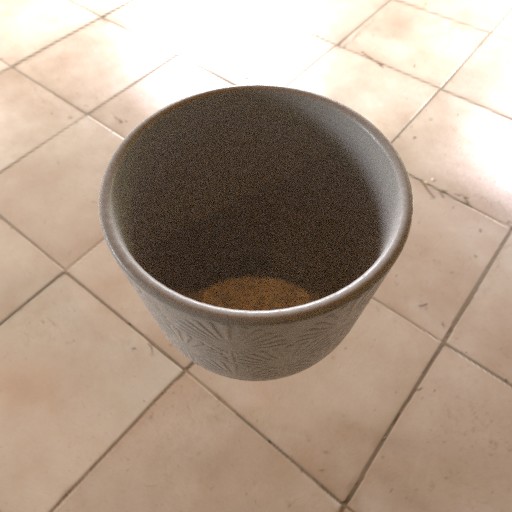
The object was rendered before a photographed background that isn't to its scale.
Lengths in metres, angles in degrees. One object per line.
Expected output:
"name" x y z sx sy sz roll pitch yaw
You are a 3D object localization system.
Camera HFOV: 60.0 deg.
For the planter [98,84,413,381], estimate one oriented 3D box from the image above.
"planter" 0.000 0.000 0.304 0.170 0.152 0.170 0 57 0
